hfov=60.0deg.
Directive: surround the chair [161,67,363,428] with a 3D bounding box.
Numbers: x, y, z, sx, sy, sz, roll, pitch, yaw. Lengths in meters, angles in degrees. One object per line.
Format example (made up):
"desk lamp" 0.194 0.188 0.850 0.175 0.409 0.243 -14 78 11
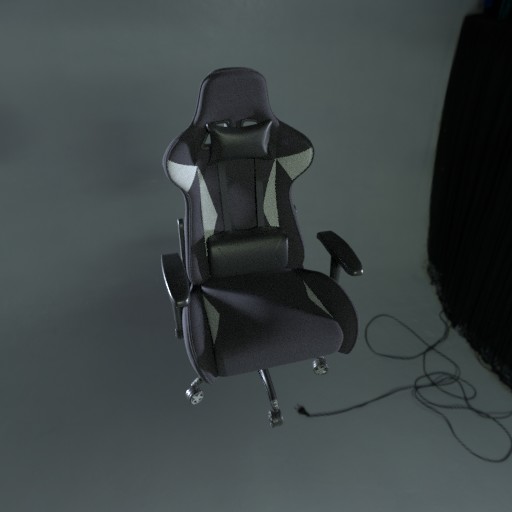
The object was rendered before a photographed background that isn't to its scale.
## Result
"chair" 0.000 0.000 1.740 0.730 1.300 0.695 -9 32 -14
